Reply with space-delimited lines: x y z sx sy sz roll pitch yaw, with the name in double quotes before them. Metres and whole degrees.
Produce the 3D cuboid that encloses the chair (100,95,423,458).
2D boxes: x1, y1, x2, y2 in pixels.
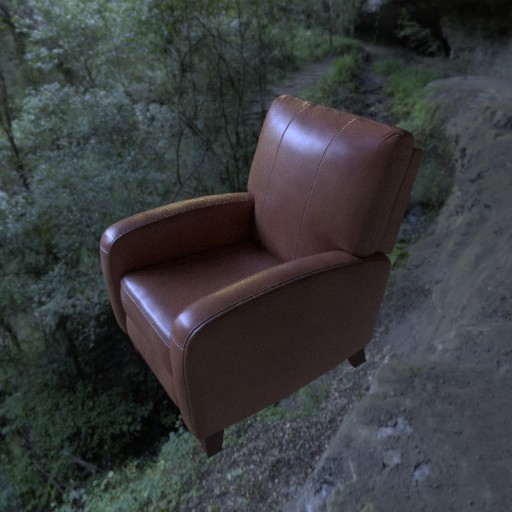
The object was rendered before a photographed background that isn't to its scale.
"chair" 0.000 0.000 1.687 0.990 0.990 0.762 -21 38 -29
